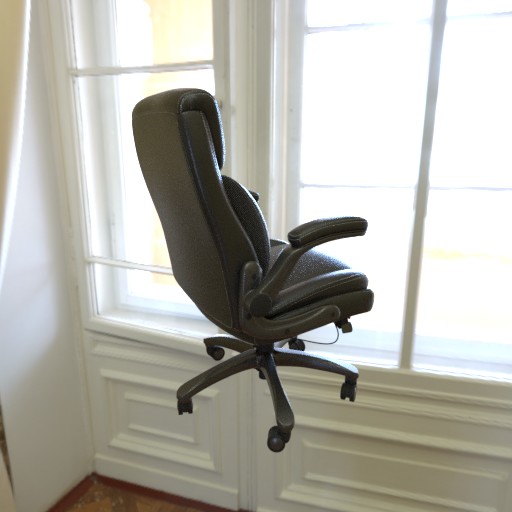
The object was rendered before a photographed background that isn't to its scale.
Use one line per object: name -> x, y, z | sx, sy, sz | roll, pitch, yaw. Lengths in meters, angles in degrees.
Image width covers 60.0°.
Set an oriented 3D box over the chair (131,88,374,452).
chair -> 0.000, 0.000, 1.616 | 0.724, 1.110, 0.782 | -8, 17, -27
